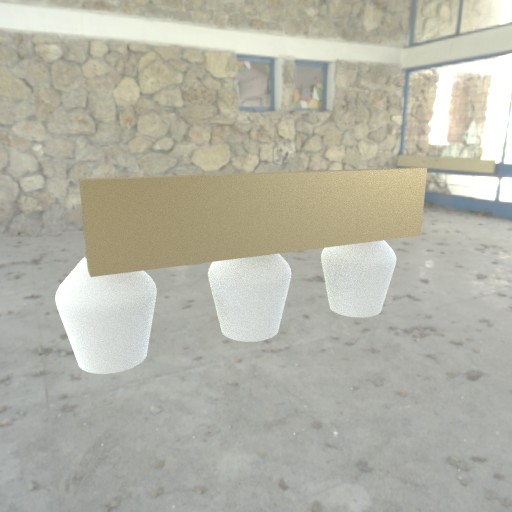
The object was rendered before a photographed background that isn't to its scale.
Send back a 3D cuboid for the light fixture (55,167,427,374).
[{"bbox_3d":[0.000,0.000,0.728,0.609,0.280,0.190,-7,16,-26],"label":"light fixture"}]
